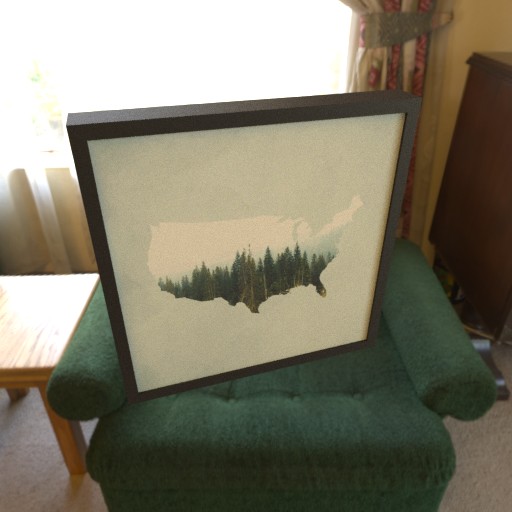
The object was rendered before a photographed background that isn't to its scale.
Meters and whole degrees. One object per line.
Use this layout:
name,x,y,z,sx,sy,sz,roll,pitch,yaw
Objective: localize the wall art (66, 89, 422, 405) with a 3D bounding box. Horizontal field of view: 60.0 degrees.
wall art,0.000,0.000,0.458,0.304,0.304,0.038,-10,33,-15
